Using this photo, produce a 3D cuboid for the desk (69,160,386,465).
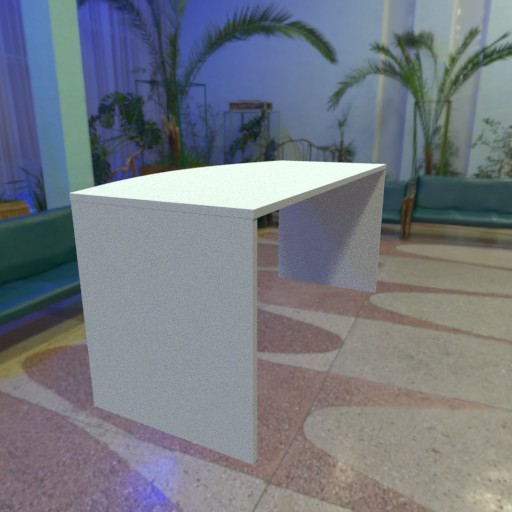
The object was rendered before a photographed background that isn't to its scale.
[{"bbox_3d":[0.000,0.000,2.042,0.802,0.750,1.600,8,18,26],"label":"desk"}]
